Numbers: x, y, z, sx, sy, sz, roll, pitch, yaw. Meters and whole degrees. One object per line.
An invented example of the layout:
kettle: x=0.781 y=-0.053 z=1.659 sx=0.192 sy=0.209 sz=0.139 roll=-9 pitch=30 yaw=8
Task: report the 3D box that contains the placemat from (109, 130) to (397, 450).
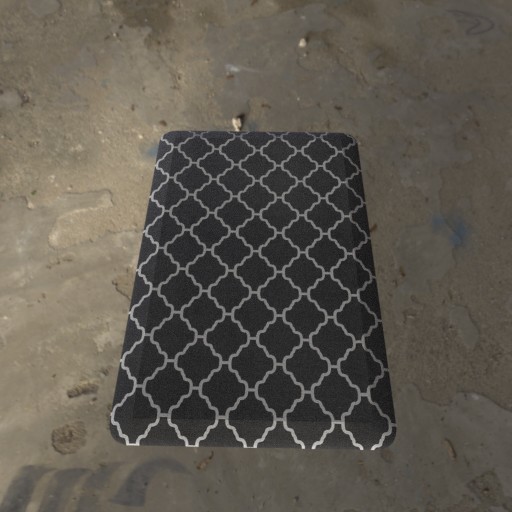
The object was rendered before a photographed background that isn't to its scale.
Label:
placemat: x=0.000 y=0.000 z=0.954 sx=0.508 sy=0.021 sz=0.762 roll=1 pitch=59 yaw=1
